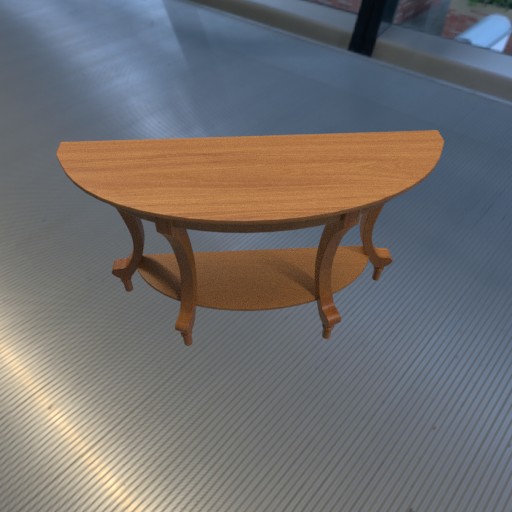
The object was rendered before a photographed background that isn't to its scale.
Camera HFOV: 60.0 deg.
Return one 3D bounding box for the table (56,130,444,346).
[{"bbox_3d":[0.000,0.000,1.522,1.198,0.692,0.394,-2,47,-2],"label":"table"}]
